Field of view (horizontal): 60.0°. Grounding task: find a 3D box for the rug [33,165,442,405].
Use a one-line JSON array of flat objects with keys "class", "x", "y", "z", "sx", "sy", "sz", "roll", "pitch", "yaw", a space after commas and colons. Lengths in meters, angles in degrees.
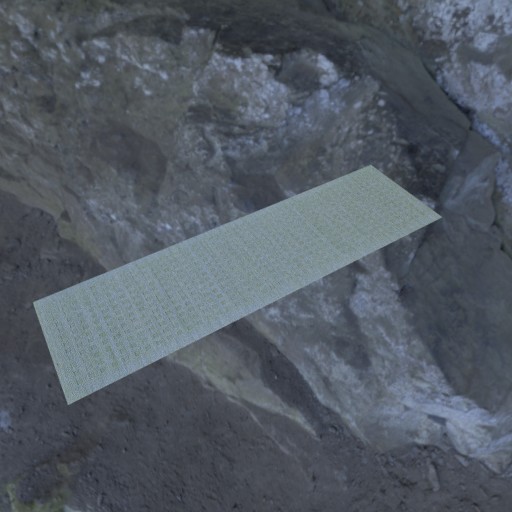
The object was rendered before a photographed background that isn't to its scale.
[{"class": "rug", "x": 0.000, "y": 0.000, "z": 2.661, "sx": 2.437, "sy": 0.006, "sz": 0.686, "roll": -24, "pitch": 51, "yaw": -21}]
